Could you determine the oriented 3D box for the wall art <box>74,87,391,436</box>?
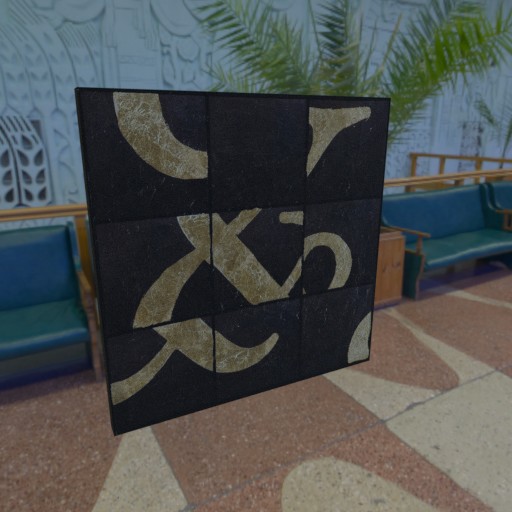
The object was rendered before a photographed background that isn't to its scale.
[{"bbox_3d":[0.000,0.000,1.101,0.758,0.758,0.044,-8,18,-26],"label":"wall art"}]
